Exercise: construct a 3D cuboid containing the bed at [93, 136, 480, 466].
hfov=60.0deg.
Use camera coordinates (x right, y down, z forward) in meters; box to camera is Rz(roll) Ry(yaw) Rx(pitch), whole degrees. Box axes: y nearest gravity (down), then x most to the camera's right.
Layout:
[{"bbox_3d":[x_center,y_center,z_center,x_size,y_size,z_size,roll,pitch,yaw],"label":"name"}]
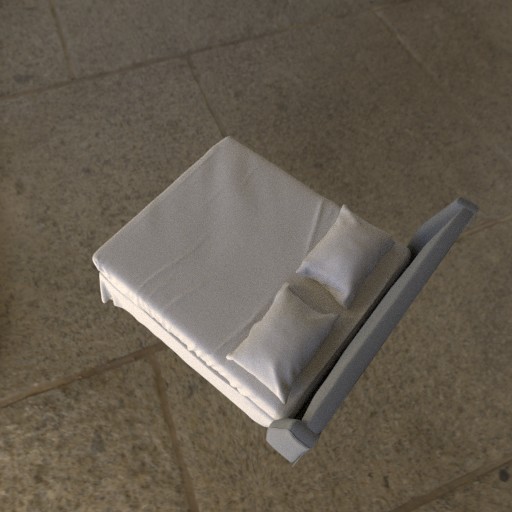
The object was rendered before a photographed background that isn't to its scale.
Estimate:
[{"bbox_3d":[0.000,0.000,3.453,2.276,1.332,1.925,36,67,17],"label":"bed"}]
